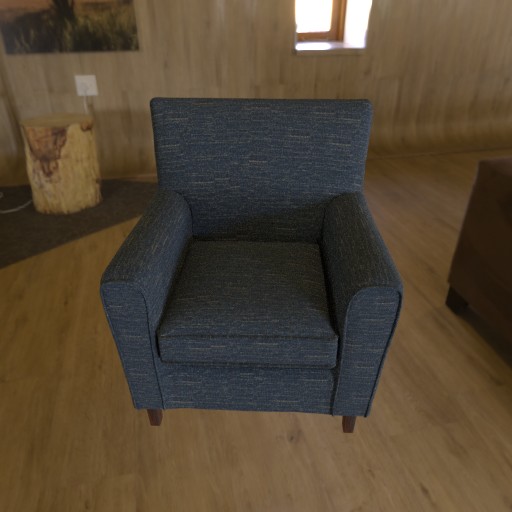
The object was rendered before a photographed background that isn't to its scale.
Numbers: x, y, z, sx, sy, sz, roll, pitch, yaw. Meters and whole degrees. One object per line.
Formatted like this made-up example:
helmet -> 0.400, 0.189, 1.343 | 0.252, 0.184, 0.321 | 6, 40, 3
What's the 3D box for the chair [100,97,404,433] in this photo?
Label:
chair -> 0.000, 0.000, 1.582 | 0.864, 0.928, 0.873 | 1, 30, 2
